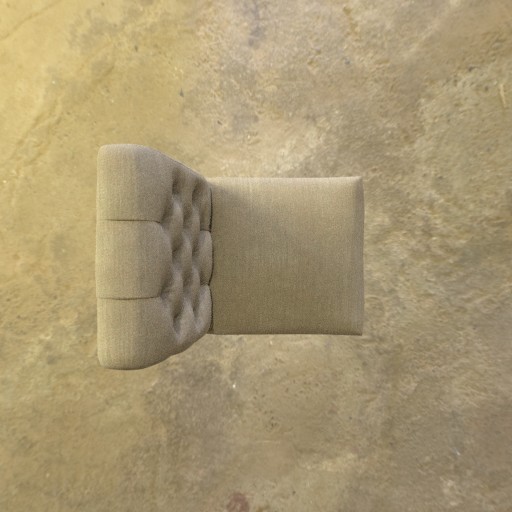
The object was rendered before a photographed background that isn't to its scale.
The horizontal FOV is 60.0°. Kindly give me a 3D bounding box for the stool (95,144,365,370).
[{"bbox_3d":[0.000,0.000,1.424,0.660,1.084,0.486,0,90,0],"label":"stool"}]
